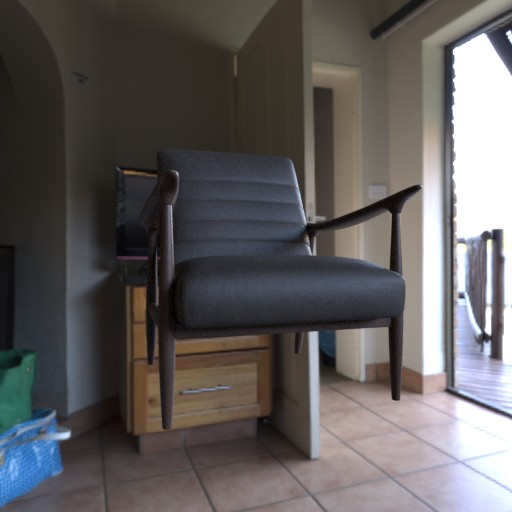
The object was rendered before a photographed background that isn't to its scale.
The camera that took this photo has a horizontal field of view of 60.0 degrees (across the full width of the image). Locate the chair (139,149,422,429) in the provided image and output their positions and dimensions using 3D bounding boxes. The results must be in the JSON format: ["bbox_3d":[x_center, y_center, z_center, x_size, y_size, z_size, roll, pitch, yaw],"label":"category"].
[{"bbox_3d":[0.000,0.000,1.457,0.741,0.831,0.798,0,0,-19],"label":"chair"}]
